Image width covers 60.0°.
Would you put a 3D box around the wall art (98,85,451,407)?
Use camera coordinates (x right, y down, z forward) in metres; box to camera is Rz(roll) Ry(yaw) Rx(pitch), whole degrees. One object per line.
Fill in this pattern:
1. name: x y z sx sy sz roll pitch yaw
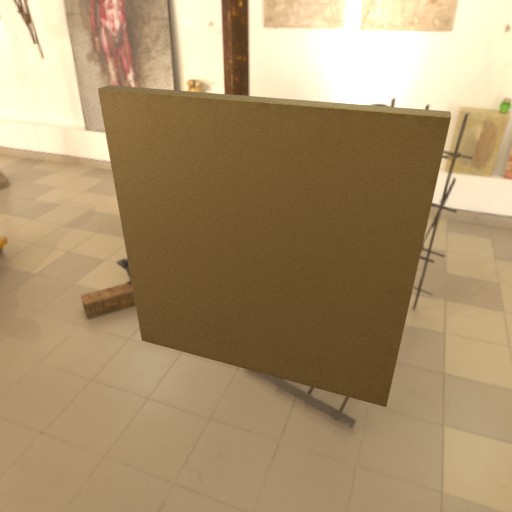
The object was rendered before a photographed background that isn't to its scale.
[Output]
1. wall art: 0.000 0.000 0.742 0.503 0.506 0.030 11 33 17
